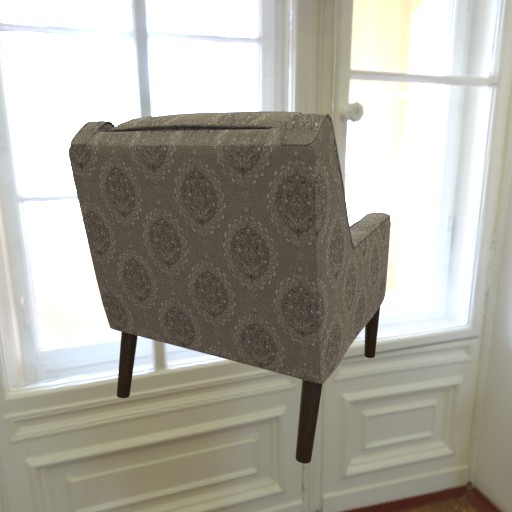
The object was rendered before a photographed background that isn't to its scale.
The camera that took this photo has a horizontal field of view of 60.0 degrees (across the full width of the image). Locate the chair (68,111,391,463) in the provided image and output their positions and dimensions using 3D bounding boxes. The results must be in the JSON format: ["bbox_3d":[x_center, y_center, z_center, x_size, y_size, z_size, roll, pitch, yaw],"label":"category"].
[{"bbox_3d":[0.000,0.000,1.333,0.665,0.797,0.750,8,16,27],"label":"chair"}]
